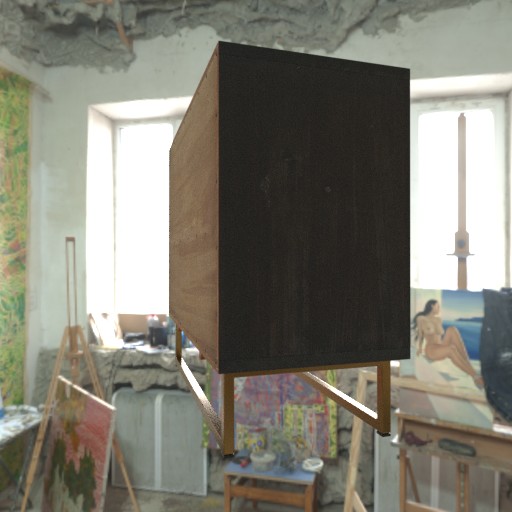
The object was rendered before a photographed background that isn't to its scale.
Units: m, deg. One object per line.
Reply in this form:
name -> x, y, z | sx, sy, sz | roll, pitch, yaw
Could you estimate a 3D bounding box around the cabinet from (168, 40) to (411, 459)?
cabinet -> 0.000, 0.000, 1.406 | 0.451, 0.860, 0.950 | 0, 0, -17
